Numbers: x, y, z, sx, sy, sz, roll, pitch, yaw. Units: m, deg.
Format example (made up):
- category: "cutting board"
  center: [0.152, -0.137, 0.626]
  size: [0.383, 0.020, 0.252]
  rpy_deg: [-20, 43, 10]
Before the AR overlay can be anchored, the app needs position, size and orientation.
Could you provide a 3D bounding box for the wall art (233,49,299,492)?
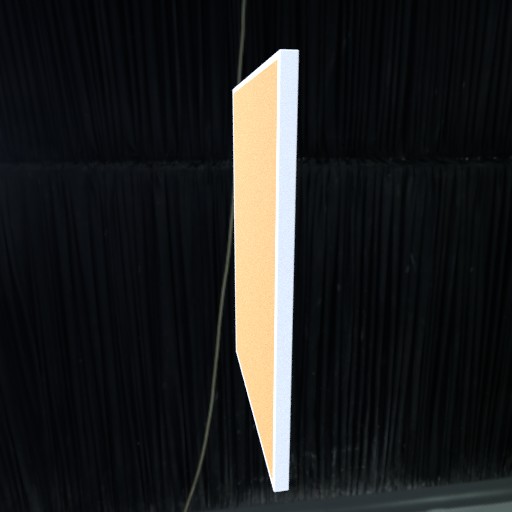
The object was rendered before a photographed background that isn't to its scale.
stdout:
- category: "wall art"
  center: [0.000, 0.000, 1.606]
  size: [0.046, 1.221, 0.914]
  rpy_deg: [-3, 15, -9]
